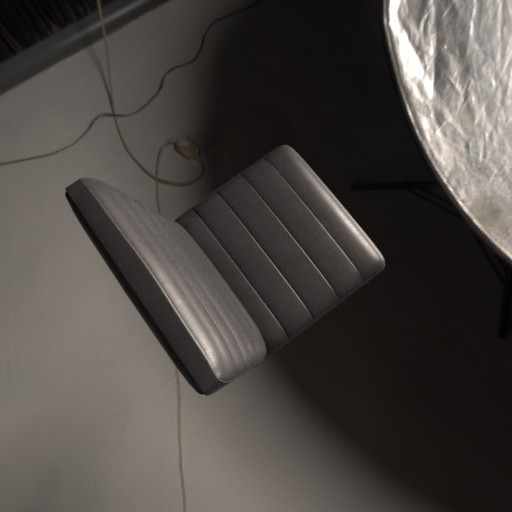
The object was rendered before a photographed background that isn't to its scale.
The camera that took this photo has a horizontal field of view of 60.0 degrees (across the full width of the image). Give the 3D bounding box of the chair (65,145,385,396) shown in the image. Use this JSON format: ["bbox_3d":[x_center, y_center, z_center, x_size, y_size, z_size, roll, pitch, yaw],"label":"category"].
[{"bbox_3d":[0.000,0.000,1.329,0.634,0.930,0.520,-35,78,-9],"label":"chair"}]
